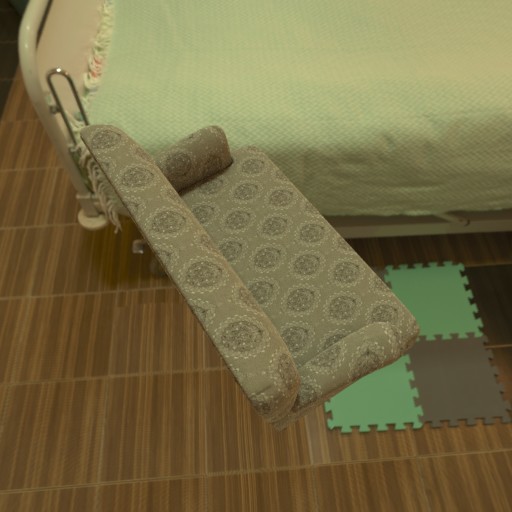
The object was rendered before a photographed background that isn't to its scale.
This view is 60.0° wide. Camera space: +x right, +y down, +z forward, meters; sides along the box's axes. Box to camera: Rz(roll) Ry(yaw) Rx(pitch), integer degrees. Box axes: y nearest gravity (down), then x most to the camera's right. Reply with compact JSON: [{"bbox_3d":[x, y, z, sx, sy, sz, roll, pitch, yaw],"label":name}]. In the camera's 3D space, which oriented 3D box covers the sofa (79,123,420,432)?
[{"bbox_3d":[0.000,0.000,1.801,0.779,0.889,1.297,-29,63,-17],"label":"sofa"}]
